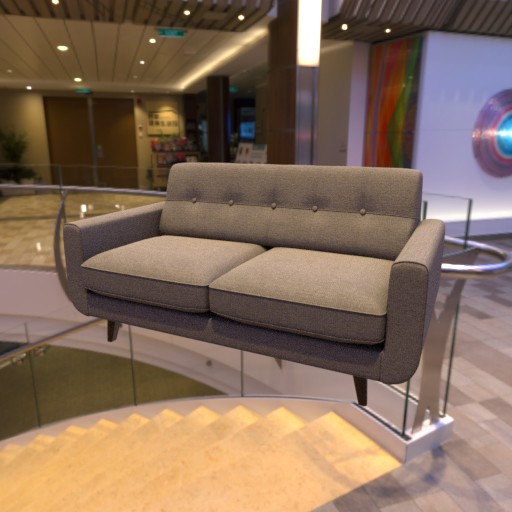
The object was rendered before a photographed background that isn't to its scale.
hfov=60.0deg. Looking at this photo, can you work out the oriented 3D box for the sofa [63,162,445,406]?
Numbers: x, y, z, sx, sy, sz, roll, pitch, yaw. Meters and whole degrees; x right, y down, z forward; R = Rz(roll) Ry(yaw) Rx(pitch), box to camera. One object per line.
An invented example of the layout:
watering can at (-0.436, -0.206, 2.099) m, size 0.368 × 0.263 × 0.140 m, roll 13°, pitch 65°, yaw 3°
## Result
sofa at (0.000, 0.000, 2.149) m, size 1.631 × 0.841 × 0.909 m, roll 7°, pitch 16°, yaw 25°
